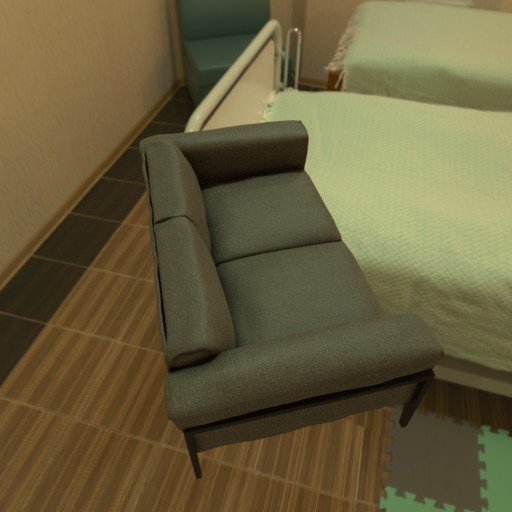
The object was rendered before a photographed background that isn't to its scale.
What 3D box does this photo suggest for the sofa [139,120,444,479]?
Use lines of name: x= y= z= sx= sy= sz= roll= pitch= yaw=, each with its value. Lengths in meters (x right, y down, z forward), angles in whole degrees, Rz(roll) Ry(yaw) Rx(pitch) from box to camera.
sofa: x=0.000 y=0.000 z=2.154 sx=0.960 sy=0.656 sz=1.690 roll=-10 pitch=46 yaw=-9
